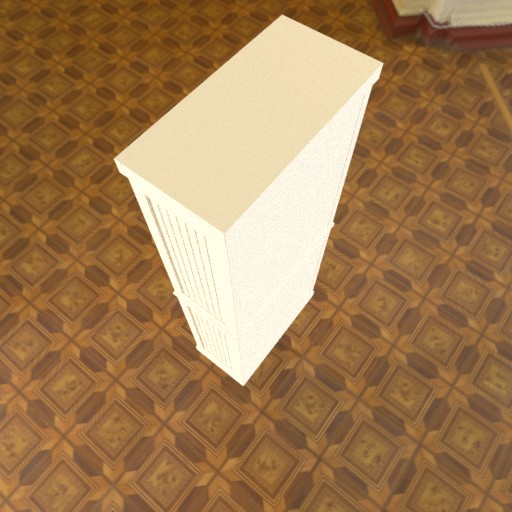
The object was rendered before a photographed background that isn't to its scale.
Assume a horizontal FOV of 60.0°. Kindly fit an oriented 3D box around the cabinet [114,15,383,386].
[{"bbox_3d":[0.000,0.000,2.064,0.390,1.829,0.754,34,68,16],"label":"cabinet"}]
